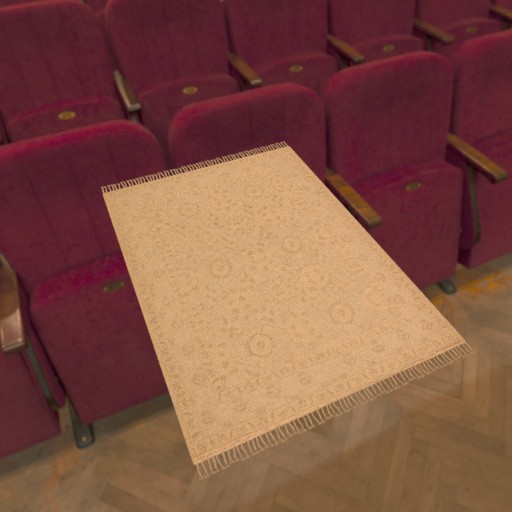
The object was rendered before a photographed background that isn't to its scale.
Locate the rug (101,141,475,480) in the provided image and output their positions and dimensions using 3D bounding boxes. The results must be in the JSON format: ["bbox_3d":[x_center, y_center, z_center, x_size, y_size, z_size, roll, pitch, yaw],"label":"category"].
[{"bbox_3d":[0.000,0.000,2.242,1.223,0.015,1.771,-18,49,-16],"label":"rug"}]
